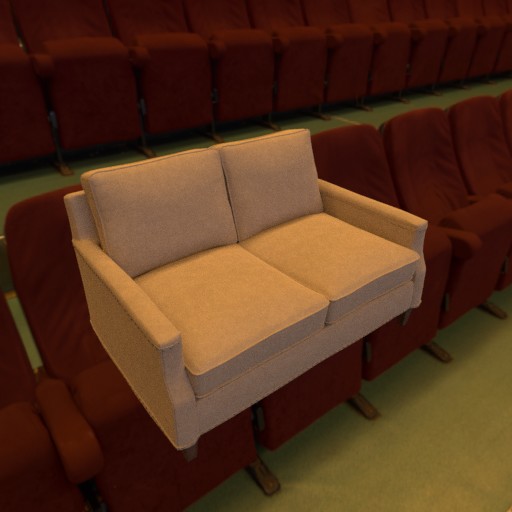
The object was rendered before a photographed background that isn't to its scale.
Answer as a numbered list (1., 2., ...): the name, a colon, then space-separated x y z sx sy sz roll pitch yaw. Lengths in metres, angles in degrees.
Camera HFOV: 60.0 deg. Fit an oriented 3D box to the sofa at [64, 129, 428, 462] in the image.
1. sofa: 0.000 0.000 2.312 1.597 1.002 1.084 -21 36 -32
